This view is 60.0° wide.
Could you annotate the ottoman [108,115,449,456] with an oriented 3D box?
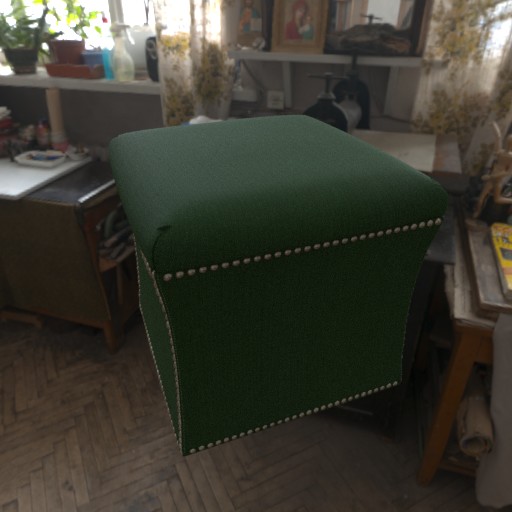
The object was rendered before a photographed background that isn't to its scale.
[{"bbox_3d":[0.000,0.000,0.919,0.497,0.475,0.507,-11,33,-18],"label":"ottoman"}]
